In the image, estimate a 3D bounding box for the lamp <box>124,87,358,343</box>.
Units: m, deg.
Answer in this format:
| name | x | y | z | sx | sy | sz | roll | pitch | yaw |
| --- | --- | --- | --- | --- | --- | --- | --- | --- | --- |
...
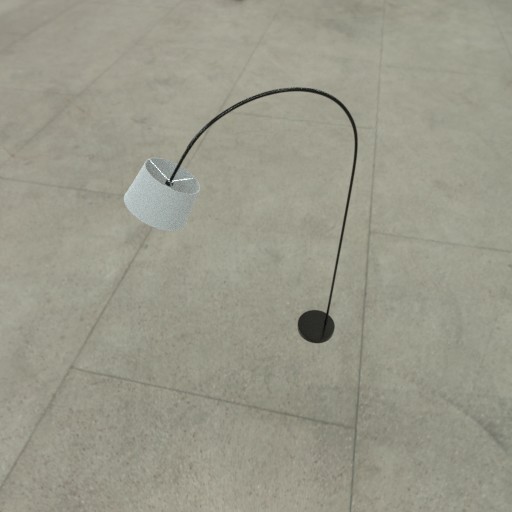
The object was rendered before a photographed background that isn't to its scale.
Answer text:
| name | x | y | z | sx | sy | sz | roll | pitch | yaw |
| --- | --- | --- | --- | --- | --- | --- | --- | --- | --- |
| lamp | 0.000 | 0.000 | 2.758 | 1.363 | 2.104 | 0.331 | -17 | 48 | -16 |
